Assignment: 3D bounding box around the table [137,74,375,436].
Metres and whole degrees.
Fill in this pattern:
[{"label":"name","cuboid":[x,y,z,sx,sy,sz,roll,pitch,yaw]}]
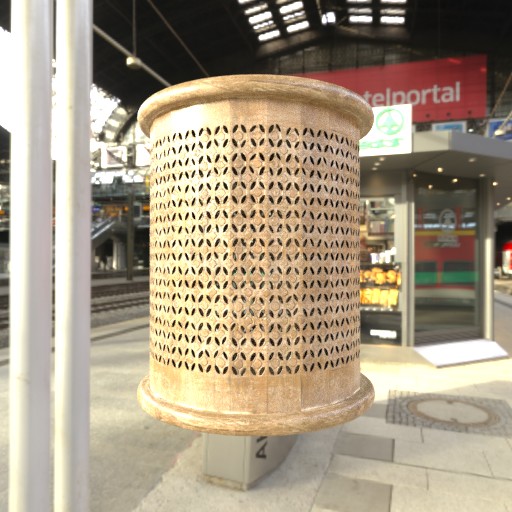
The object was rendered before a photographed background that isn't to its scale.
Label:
[{"label":"table","cuboid":[0.000,0.000,0.786,0.407,0.482,0.407,0,0,0]}]
